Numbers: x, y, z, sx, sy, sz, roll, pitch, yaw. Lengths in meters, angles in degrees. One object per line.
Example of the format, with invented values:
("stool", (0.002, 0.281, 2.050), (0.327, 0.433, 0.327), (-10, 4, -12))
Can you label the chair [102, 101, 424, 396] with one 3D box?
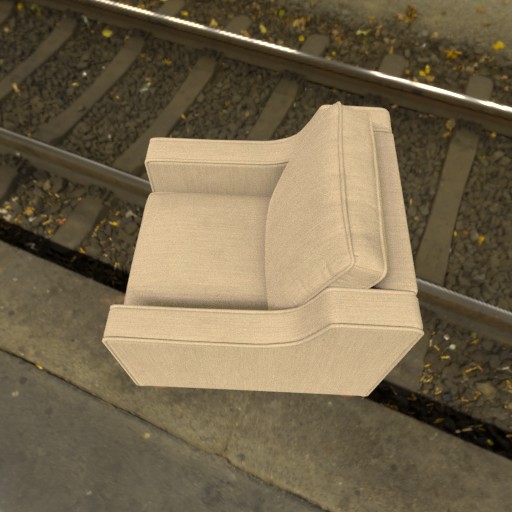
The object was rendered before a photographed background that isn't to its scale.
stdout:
("chair", (0.000, 0.000, 1.641), (0.909, 0.960, 0.831), (2, 59, 1))
